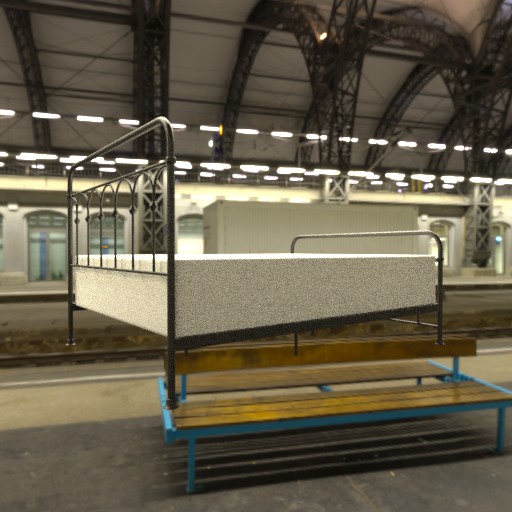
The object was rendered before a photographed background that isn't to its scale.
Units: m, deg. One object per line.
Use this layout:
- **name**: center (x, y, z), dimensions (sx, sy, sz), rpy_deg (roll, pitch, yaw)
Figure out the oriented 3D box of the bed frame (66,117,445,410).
- **bed frame**: center (0.000, 0.000, 3.192), dimensions (2.203, 1.276, 1.664), rpy_deg (-1, 1, -37)
